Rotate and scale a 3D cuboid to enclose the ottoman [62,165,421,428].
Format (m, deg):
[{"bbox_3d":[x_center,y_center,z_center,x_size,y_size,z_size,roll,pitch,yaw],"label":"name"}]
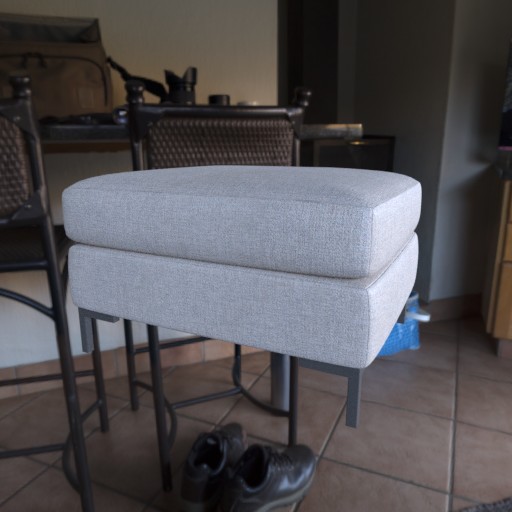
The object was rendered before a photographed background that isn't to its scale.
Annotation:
[{"bbox_3d":[0.000,0.000,1.262,0.820,0.490,0.671,7,16,26],"label":"ottoman"}]
